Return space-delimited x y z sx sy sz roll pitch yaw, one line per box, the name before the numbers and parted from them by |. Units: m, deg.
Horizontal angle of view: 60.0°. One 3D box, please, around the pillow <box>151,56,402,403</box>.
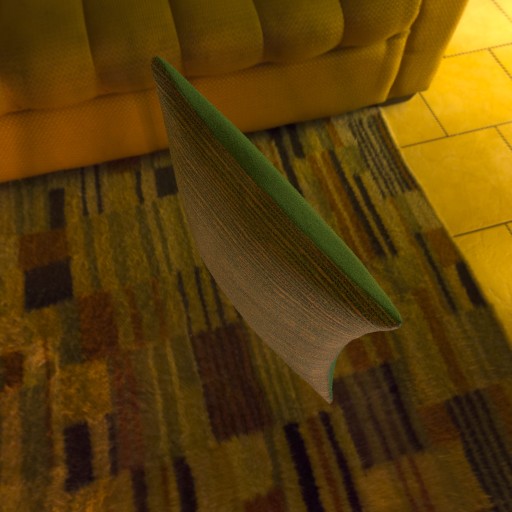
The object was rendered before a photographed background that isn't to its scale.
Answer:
pillow | 0.000 0.000 0.773 0.150 0.497 0.514 -33 67 -16
